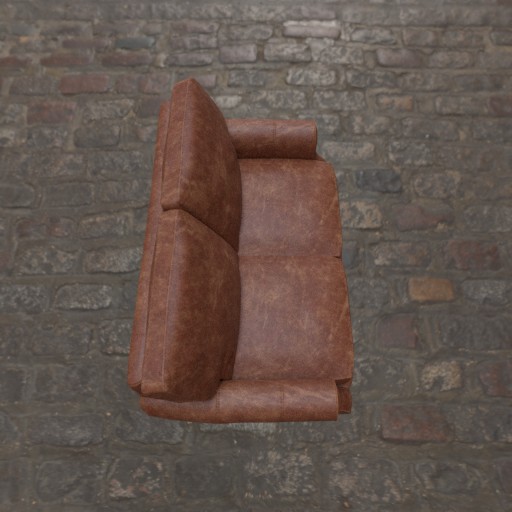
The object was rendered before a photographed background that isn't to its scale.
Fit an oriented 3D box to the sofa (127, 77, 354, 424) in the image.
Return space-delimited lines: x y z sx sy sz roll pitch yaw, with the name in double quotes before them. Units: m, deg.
"sofa" 0.000 0.000 2.253 0.990 0.967 1.616 0 64 0
